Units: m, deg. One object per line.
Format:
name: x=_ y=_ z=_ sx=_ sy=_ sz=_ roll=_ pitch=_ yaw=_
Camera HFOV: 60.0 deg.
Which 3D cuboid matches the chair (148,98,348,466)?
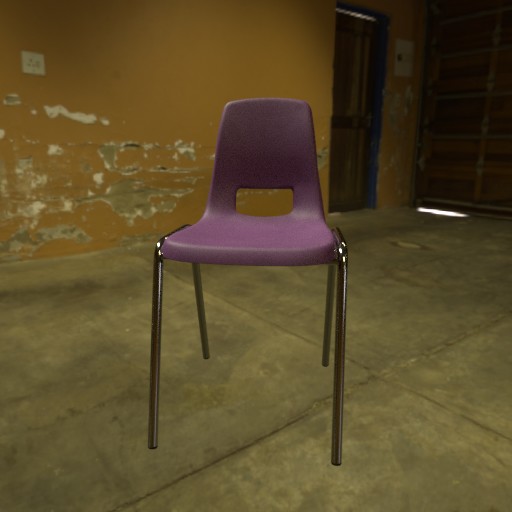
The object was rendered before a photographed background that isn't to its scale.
chair: x=0.000 y=0.000 z=0.978 sx=0.381 sy=0.704 sz=0.432 roll=2 pitch=14 yaw=7
